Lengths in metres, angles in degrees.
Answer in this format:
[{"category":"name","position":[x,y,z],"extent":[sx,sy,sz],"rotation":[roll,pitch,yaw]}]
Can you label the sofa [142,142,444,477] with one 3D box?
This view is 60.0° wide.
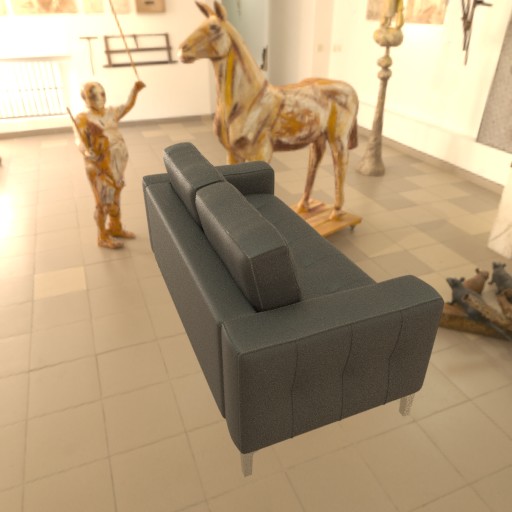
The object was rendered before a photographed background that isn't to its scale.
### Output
[{"category":"sofa","position":[0.000,0.000,2.244],"extent":[0.833,0.893,1.726],"rotation":[-12,32,-19]}]
